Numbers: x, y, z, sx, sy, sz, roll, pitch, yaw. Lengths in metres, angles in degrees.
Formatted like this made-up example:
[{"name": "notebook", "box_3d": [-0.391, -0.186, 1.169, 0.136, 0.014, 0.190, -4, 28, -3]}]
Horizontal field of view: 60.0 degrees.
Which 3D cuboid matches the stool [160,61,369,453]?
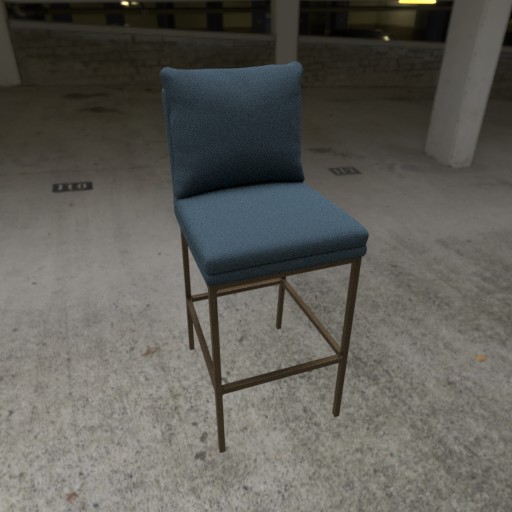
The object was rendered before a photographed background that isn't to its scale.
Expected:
[{"name": "stool", "box_3d": [0.000, 0.000, 1.456, 0.463, 1.124, 0.568, -10, 32, -17]}]
